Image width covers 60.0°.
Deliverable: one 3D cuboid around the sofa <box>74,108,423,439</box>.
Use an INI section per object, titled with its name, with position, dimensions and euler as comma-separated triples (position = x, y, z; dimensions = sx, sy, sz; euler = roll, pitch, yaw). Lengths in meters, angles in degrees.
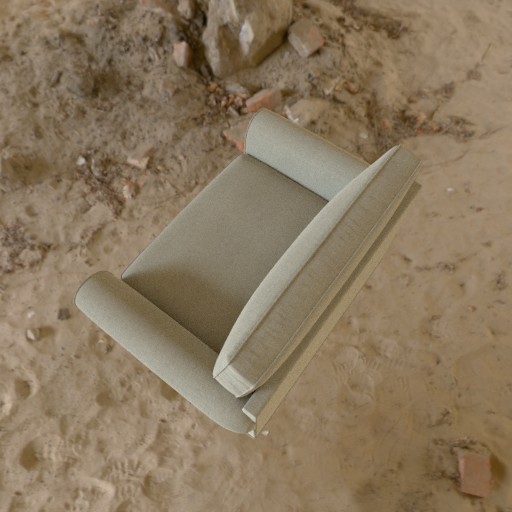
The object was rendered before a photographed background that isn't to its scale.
[sofa]
position = 0.000, 0.000, 2.117
dimensions = 0.936, 0.991, 1.405
euler = 34, 68, 16
